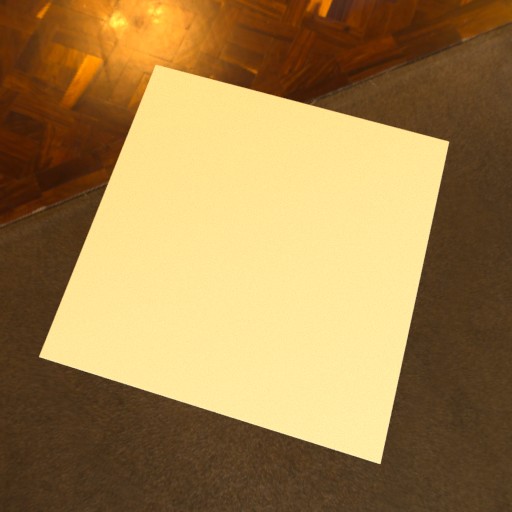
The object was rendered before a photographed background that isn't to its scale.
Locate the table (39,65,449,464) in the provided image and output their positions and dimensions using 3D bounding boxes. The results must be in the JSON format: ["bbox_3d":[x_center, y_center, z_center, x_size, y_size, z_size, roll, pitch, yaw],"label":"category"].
[{"bbox_3d":[0.000,0.000,1.347,0.890,0.305,0.890,16,77,4],"label":"table"}]
